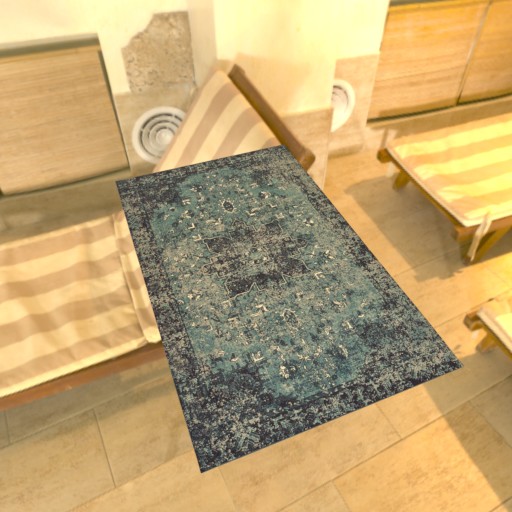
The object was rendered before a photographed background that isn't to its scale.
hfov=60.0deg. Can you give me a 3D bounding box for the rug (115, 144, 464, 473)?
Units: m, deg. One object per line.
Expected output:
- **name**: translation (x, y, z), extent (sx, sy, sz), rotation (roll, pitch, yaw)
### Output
- **rug**: translation (0.000, 0.000, 3.052), extent (1.525, 0.007, 2.440), rotation (-16, 48, -15)
